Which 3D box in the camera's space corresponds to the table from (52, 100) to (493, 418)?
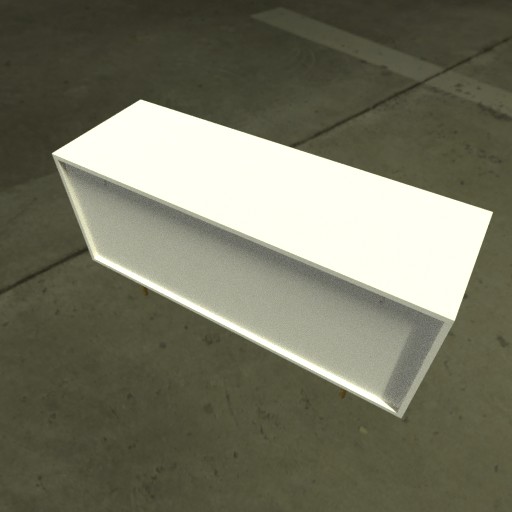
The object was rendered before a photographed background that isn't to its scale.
[{"bbox_3d":[0.000,0.000,1.840,1.500,0.769,0.508,23,50,21],"label":"table"}]
